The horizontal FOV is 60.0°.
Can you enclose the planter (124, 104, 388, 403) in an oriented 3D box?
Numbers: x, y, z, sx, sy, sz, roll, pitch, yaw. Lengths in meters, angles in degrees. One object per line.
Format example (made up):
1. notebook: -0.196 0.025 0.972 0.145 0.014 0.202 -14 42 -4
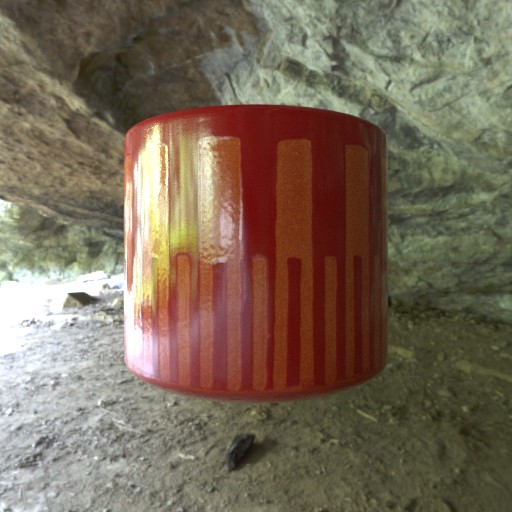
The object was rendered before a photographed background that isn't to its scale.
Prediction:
1. planter: 0.000 0.000 0.403 0.230 0.202 0.230 0 1 0
